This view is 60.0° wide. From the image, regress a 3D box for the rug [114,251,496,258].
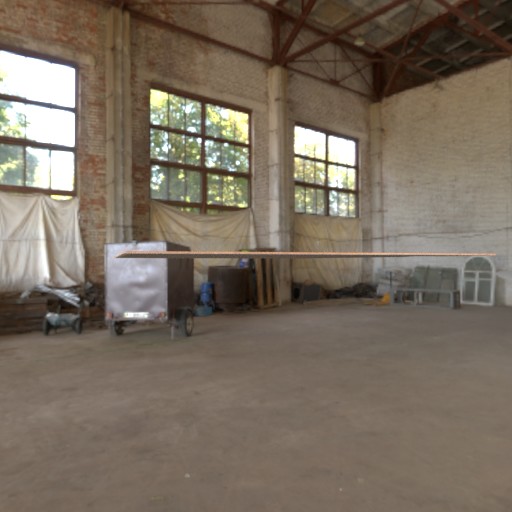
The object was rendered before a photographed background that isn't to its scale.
[{"bbox_3d":[0.000,0.000,4.057,2.431,0.021,3.057,0,-1,-19],"label":"rug"}]
